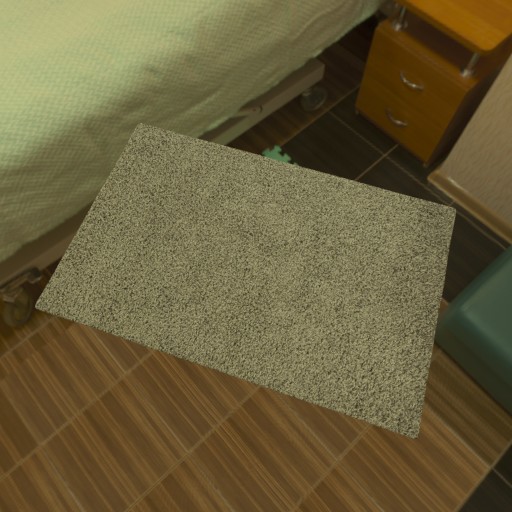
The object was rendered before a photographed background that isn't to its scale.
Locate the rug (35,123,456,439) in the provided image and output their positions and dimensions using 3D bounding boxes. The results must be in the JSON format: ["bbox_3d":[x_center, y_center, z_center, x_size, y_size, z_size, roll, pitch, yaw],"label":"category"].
[{"bbox_3d":[0.000,0.000,3.330,2.743,0.030,1.778,17,66,8],"label":"rug"}]
